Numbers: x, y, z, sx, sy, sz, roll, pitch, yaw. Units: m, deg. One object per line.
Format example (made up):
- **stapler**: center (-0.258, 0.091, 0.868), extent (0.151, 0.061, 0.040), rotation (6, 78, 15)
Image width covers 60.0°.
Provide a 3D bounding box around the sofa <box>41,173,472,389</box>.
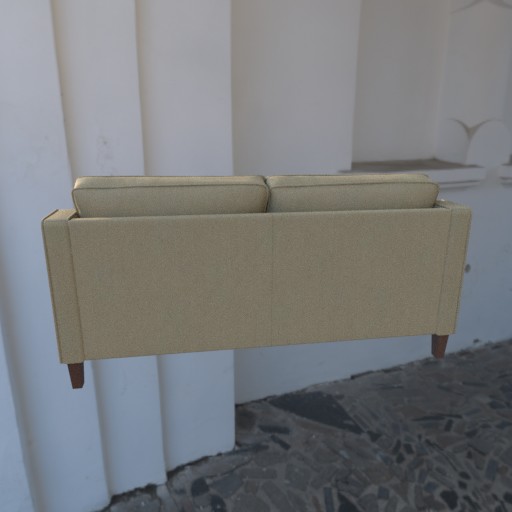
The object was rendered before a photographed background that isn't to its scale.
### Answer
- **sofa**: center (0.000, 0.000, 2.791), extent (2.178, 1.071, 1.066), rotation (-2, 16, -9)
